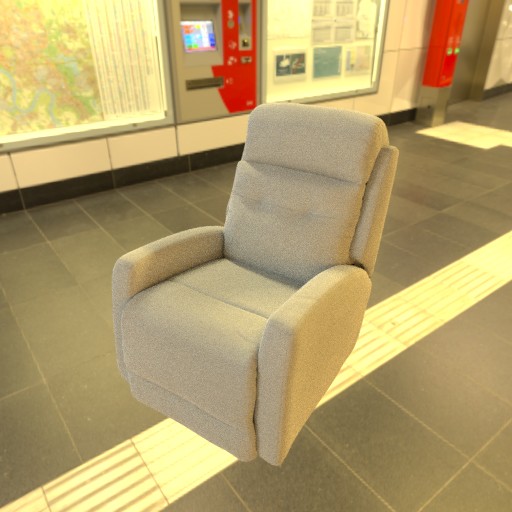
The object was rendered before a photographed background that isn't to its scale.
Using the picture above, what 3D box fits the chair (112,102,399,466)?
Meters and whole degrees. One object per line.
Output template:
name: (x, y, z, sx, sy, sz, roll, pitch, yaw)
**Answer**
chair: (0.000, 0.000, 1.737, 0.798, 1.013, 1.043, 18, 34, 29)
